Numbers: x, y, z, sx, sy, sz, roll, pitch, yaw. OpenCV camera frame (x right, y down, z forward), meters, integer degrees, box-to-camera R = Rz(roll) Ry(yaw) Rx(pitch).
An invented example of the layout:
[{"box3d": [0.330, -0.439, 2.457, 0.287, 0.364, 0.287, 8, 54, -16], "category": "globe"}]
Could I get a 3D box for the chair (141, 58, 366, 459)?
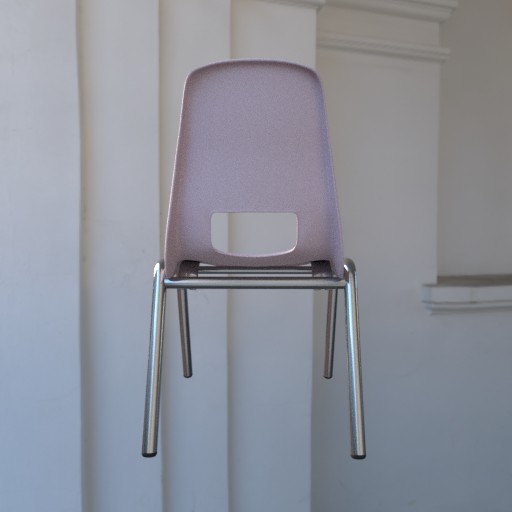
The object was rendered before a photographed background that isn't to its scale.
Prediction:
[{"box3d": [0.000, 0.000, 0.844, 0.354, 0.586, 0.423, 0, 1, 1], "category": "chair"}]
